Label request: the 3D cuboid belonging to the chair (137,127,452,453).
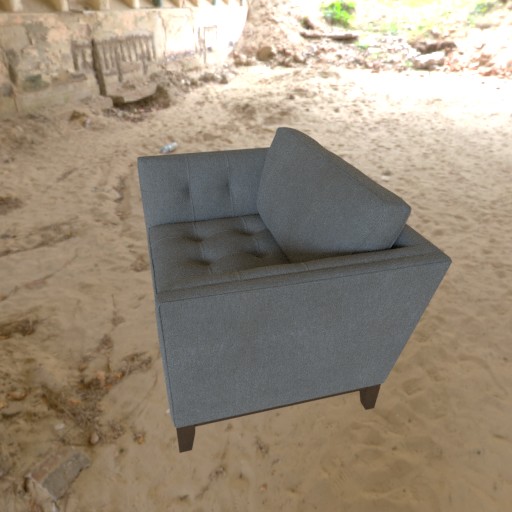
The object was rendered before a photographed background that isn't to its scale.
[{"bbox_3d":[0.000,0.000,2.069,0.965,0.942,1.396,-8,31,-13],"label":"chair"}]
